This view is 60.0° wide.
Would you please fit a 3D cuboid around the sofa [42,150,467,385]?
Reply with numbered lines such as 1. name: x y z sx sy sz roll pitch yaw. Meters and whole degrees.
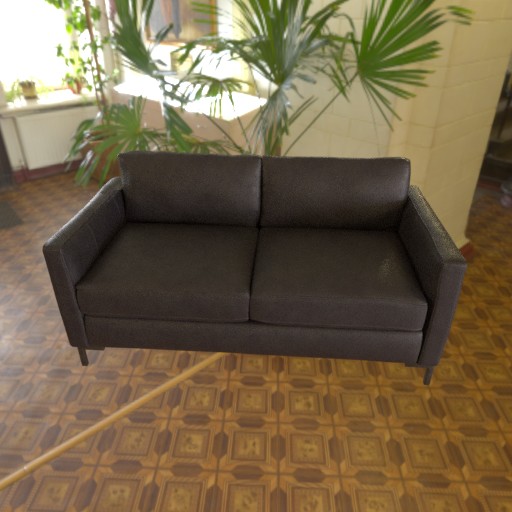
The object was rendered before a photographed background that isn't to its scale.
1. sofa: 0.000 0.000 2.281 1.805 0.883 0.947 1 30 2
